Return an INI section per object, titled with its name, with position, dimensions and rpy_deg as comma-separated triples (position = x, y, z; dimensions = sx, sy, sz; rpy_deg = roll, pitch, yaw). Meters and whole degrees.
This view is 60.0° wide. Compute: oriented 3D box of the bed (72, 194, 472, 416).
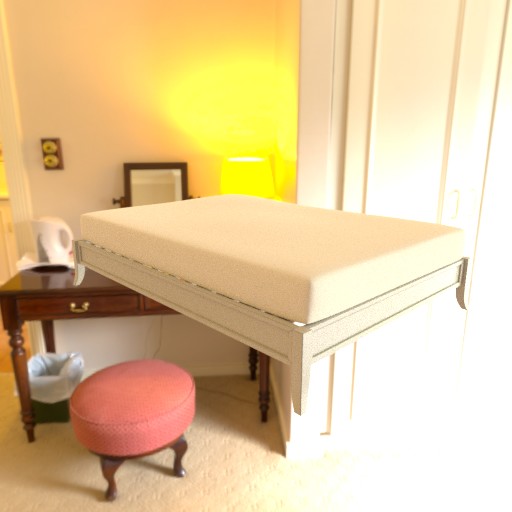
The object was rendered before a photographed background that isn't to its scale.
[bed]
position = 0.000, 0.000, 2.665
dimensions = 1.460, 0.510, 1.985
rpy_deg = -14, 20, -42
